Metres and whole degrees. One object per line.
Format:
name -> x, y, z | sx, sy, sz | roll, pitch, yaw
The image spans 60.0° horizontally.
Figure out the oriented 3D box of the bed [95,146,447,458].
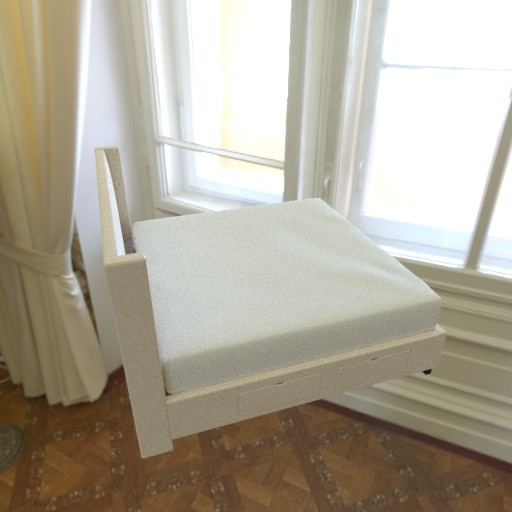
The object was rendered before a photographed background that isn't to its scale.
bed -> 0.000, 0.000, 3.698 | 2.293, 1.471, 2.145 | -10, 31, -16
